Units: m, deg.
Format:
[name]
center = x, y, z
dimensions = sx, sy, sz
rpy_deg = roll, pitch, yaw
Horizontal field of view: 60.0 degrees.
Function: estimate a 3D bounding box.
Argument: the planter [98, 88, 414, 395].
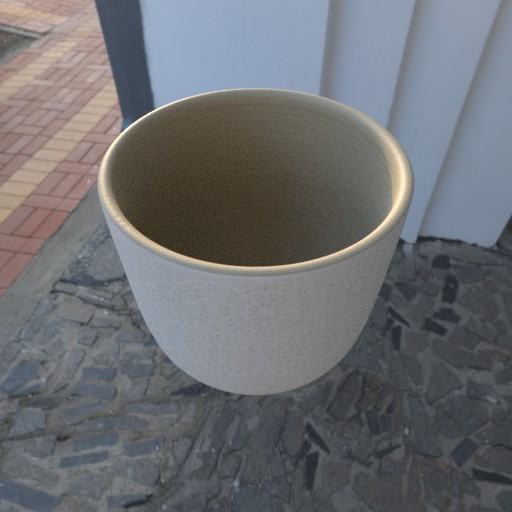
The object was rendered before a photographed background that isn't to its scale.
[planter]
center = 0.000, 0.000, 0.367
dimensions = 0.208, 0.190, 0.208
rpy_deg = 0, 47, 0
